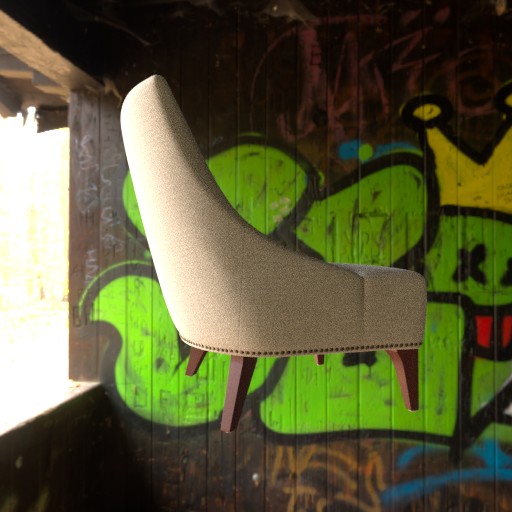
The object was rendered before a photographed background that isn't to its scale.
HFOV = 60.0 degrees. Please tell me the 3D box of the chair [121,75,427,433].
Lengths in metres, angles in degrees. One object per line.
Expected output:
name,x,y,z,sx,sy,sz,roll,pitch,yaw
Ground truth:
chair,0.000,0.000,1.470,0.861,0.909,0.701,0,-1,-18
